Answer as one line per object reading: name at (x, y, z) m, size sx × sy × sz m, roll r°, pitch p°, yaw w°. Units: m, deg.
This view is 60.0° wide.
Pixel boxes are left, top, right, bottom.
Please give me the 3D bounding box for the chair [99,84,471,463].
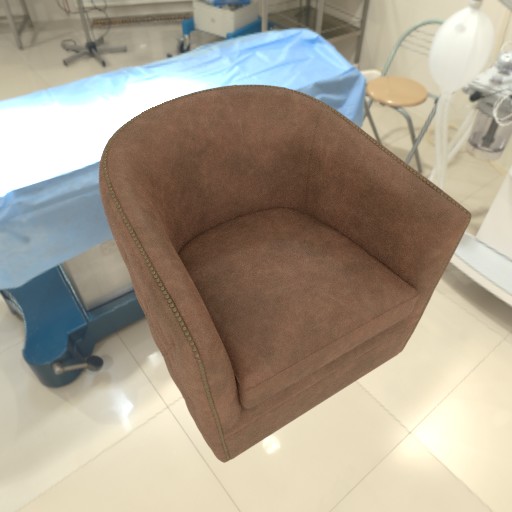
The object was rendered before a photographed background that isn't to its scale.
chair at (0.000, 0.000, 1.487) m, size 0.850 × 0.790 × 0.870 m, roll -24°, pitch 51°, yaw -21°
